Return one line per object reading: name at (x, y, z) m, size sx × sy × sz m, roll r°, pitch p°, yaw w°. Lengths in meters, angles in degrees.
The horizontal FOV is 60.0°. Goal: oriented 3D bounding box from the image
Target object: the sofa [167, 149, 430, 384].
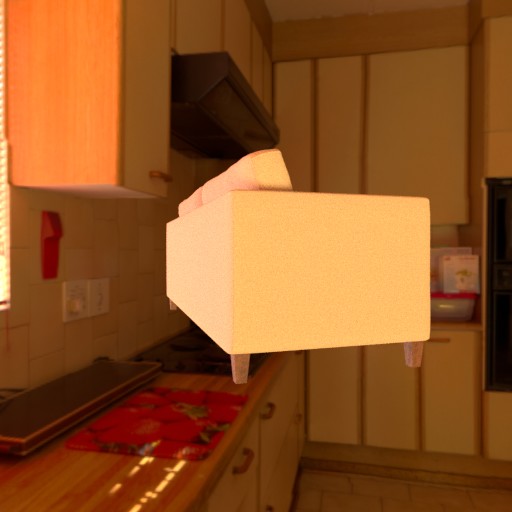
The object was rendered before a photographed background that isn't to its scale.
sofa at (0.000, 0.000, 2.939) m, size 0.951 × 0.968 × 2.361 m, roll 0°, pitch 1°, yaw -17°
